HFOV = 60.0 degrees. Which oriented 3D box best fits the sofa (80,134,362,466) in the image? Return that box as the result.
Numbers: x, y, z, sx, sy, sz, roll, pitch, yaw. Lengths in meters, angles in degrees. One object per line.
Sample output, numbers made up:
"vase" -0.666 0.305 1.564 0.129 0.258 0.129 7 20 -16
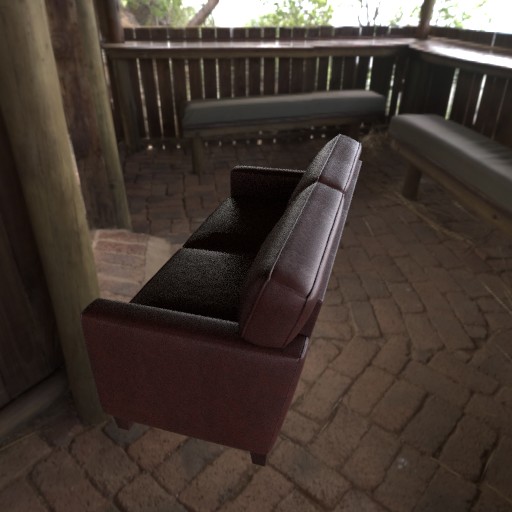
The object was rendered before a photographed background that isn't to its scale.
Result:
"sofa" 0.000 0.000 2.369 0.912 0.928 1.876 8 31 14
